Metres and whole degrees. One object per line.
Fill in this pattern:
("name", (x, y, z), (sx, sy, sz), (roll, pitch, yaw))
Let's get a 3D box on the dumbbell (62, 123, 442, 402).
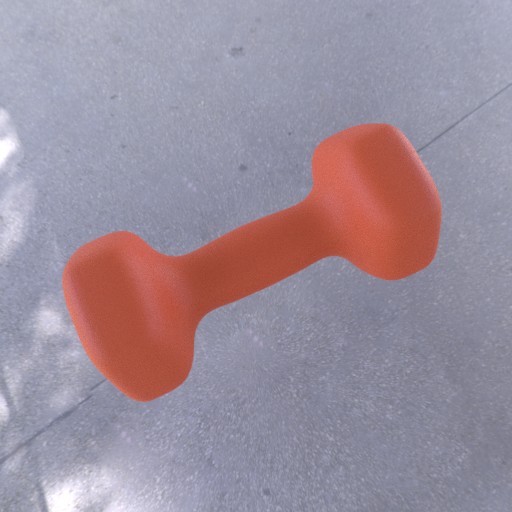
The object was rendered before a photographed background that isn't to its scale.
("dumbbell", (0.000, 0.000, 0.206), (0.162, 0.071, 0.079), (-24, 78, -6))
